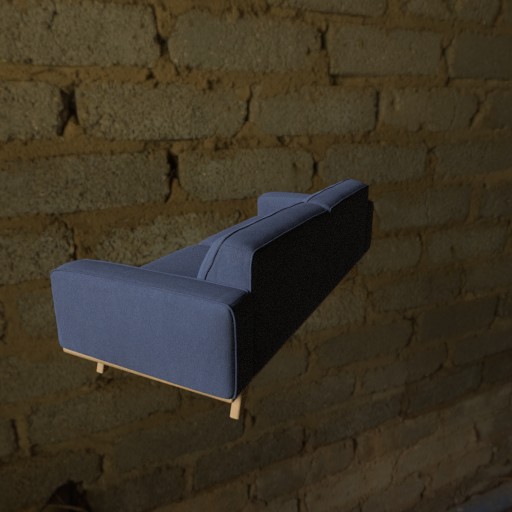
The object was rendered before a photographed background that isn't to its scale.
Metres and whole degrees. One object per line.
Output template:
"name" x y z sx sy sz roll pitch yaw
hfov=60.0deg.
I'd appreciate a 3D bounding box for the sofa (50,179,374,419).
"sofa" 0.000 0.000 2.768 0.953 0.782 2.270 9 20 25
